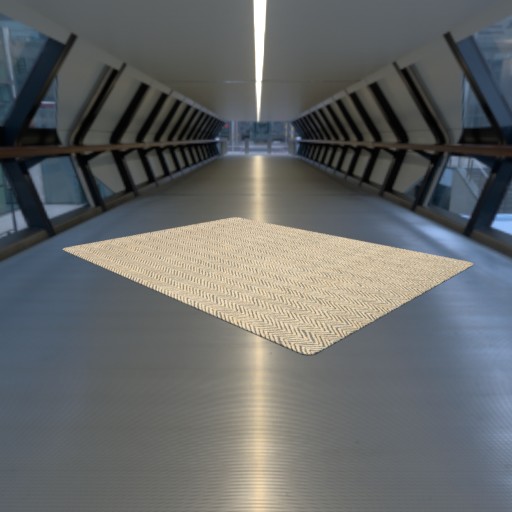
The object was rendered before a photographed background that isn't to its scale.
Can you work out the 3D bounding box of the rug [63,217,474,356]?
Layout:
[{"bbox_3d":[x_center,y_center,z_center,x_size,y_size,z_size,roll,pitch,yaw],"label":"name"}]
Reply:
[{"bbox_3d":[0.000,0.000,4.276,3.207,0.014,2.439,15,22,43],"label":"rug"}]
